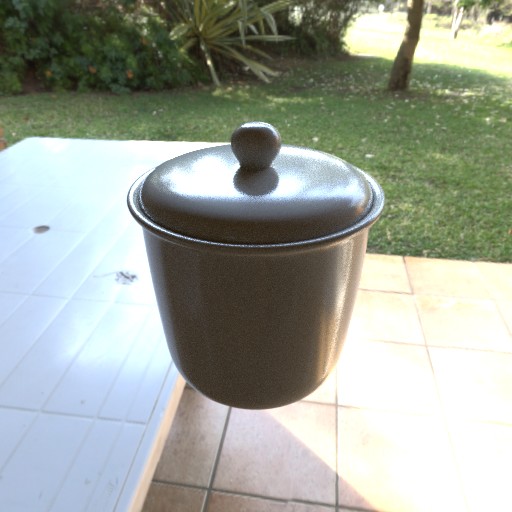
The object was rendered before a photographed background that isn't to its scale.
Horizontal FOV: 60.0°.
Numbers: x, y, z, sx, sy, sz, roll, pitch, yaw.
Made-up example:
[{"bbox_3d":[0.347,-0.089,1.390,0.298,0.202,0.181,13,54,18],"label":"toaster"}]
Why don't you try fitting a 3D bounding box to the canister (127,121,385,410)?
[{"bbox_3d":[0.000,0.000,0.351,0.182,0.208,0.182,0,31,0],"label":"canister"}]
